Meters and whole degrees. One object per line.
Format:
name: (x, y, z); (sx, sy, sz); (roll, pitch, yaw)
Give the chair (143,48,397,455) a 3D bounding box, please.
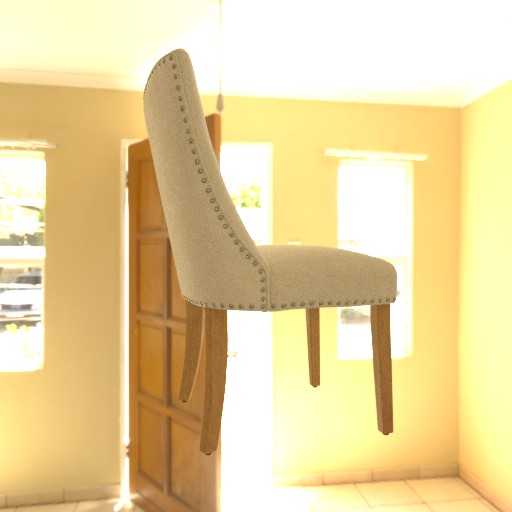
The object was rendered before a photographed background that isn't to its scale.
chair: (0.000, 0.000, 1.240); (0.610, 0.902, 0.495); (0, 0, -17)
